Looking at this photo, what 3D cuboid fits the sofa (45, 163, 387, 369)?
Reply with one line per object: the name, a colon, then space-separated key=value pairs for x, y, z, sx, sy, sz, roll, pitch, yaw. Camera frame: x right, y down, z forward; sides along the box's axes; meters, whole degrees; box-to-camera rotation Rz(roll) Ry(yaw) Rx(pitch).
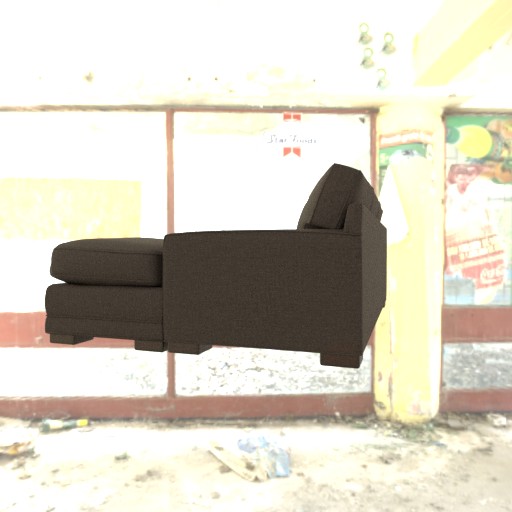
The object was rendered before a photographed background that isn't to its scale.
sofa: x=0.000 y=0.000 z=3.326 sx=1.790 sy=0.973 sz=2.370 roll=0 pitch=1 yaw=19
